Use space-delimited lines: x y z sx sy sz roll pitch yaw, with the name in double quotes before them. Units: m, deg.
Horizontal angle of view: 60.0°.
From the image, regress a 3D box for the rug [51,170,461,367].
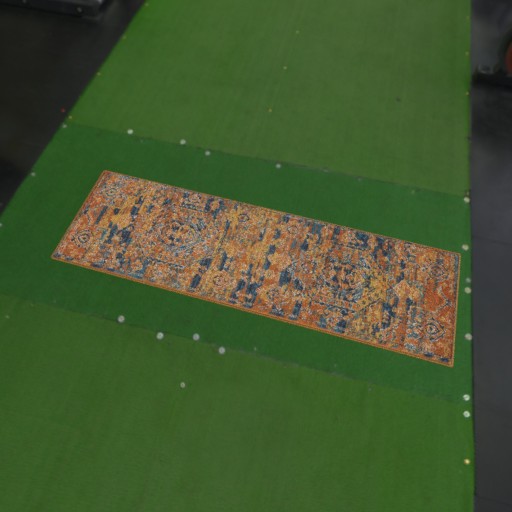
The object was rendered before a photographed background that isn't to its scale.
"rug" 0.000 0.000 2.052 1.820 0.013 0.556 14 61 8
